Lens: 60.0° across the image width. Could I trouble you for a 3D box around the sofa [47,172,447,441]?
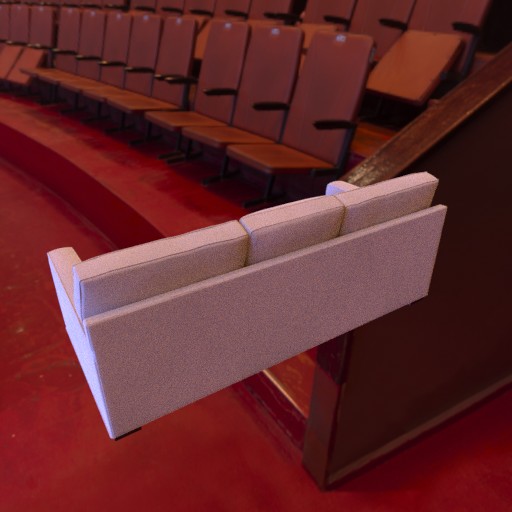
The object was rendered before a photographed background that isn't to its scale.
[{"bbox_3d":[0.000,0.000,2.577,2.088,0.862,0.935,-17,34,-28],"label":"sofa"}]
